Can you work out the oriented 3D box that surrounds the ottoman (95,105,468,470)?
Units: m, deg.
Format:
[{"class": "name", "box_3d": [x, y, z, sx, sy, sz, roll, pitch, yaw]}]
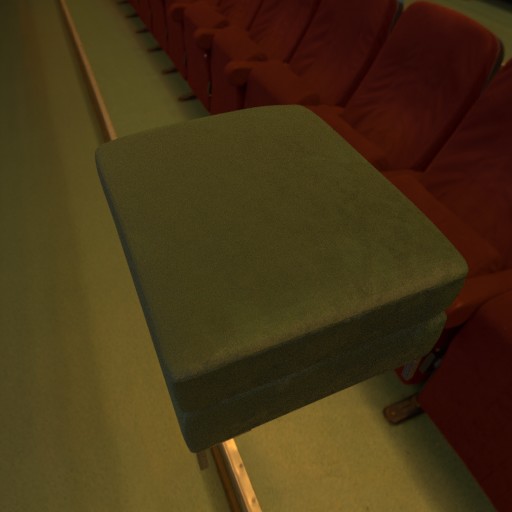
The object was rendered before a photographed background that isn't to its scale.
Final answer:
[{"class": "ottoman", "box_3d": [0.000, 0.000, 1.277, 0.701, 0.538, 0.839, -17, 48, -16]}]
